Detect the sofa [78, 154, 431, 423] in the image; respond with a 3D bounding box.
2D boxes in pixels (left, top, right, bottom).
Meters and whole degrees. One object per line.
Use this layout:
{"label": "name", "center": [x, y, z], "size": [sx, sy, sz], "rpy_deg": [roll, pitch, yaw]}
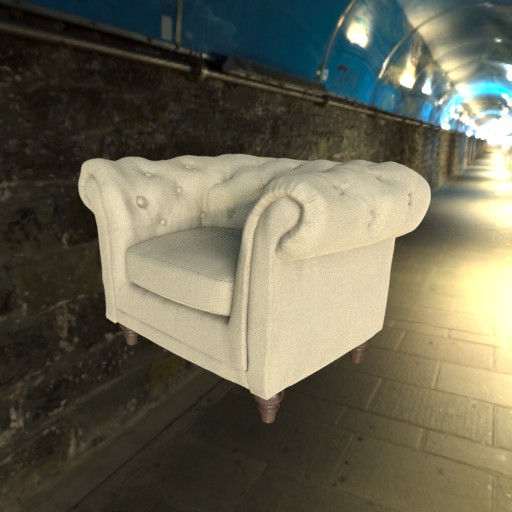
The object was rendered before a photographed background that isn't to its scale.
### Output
{"label": "sofa", "center": [0.000, 0.000, 2.021], "size": [1.405, 0.878, 1.034], "rpy_deg": [14, 20, 41]}
